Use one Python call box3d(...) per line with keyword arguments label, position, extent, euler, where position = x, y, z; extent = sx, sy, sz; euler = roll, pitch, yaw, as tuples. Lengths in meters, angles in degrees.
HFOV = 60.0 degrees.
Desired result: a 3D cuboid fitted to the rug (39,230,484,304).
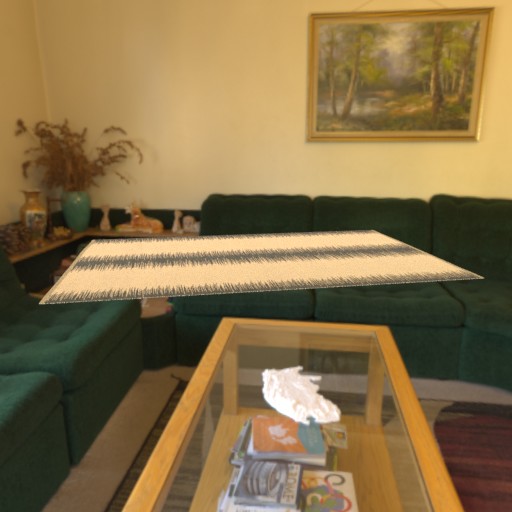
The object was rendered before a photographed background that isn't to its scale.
box3d(label="rug", position=(0.000, 0.000, 3.105), extent=(2.453, 0.003, 1.519), euler=(-3, 14, -10))
